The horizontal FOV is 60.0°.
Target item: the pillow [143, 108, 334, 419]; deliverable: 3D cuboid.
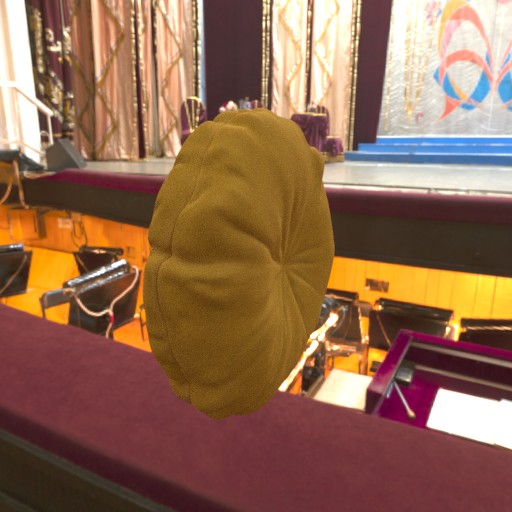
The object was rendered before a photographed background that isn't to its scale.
[{"bbox_3d":[0.000,0.000,0.642,0.148,0.407,0.428,7,16,26],"label":"pillow"}]
